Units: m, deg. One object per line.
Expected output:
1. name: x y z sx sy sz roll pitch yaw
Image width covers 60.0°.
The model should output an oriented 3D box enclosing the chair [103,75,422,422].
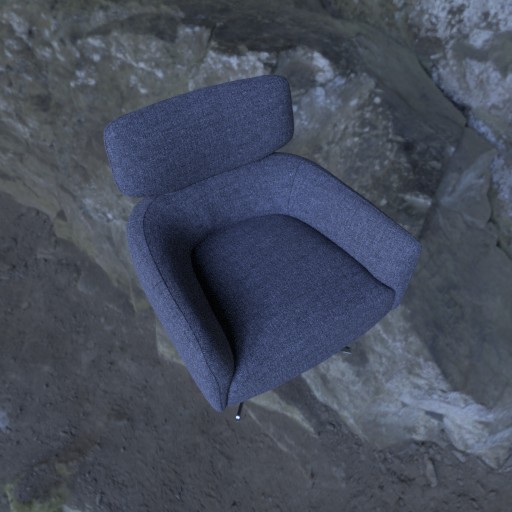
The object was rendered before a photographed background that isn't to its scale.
1. chair: 0.000 0.000 1.369 0.706 0.812 0.715 -25 52 -21
